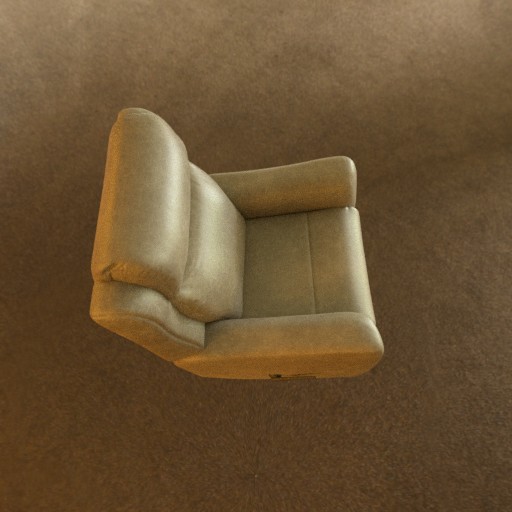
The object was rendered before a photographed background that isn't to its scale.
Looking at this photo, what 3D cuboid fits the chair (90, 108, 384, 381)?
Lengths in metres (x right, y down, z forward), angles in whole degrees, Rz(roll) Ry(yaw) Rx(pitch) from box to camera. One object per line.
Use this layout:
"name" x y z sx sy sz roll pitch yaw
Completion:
"chair" 0.000 0.000 1.936 1.068 1.116 0.967 -1 64 -1
